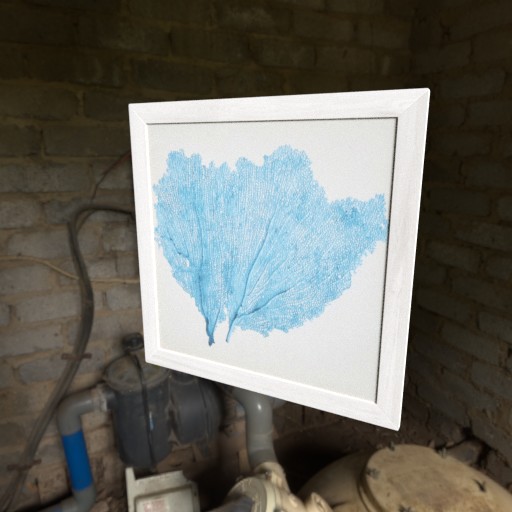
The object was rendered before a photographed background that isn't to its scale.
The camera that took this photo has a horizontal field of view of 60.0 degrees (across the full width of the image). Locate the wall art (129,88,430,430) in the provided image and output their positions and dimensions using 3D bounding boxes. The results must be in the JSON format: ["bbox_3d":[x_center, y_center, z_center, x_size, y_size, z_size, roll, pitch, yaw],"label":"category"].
[{"bbox_3d":[0.000,0.000,0.864,0.584,0.584,0.013,7,16,26],"label":"wall art"}]
